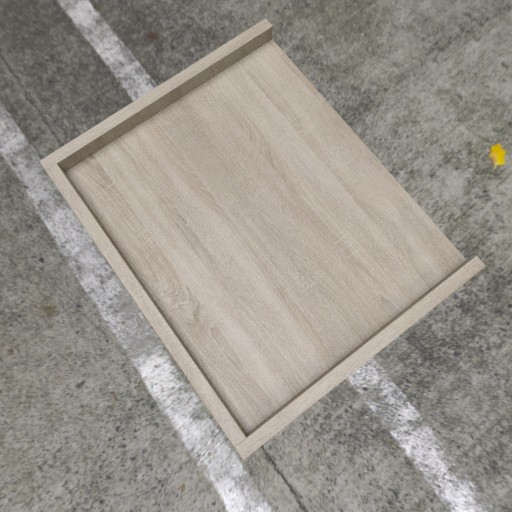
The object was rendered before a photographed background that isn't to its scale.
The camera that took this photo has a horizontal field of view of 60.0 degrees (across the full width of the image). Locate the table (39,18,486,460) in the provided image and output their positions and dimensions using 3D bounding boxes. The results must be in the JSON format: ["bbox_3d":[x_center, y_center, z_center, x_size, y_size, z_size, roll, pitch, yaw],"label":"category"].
[{"bbox_3d":[0.000,0.000,0.789,0.370,0.470,0.450,-36,79,-8],"label":"table"}]
